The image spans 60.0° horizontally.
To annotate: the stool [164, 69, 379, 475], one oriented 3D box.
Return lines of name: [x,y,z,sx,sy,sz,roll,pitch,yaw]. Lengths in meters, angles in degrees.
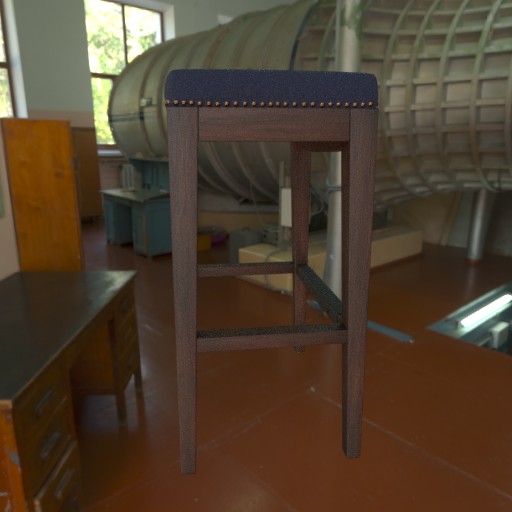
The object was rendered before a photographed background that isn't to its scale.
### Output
stool: [0.000,0.000,1.020,0.358,0.740,0.498,-2,15,-7]
